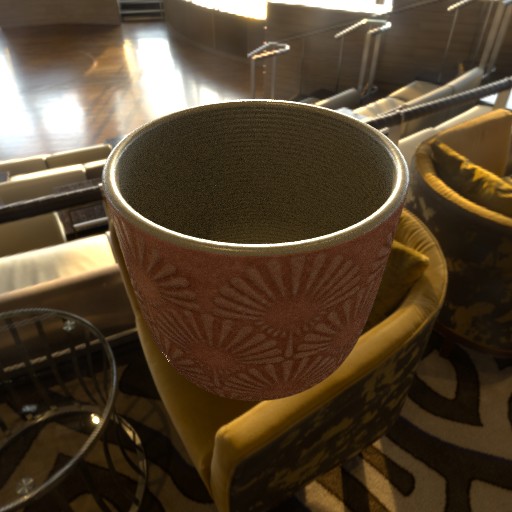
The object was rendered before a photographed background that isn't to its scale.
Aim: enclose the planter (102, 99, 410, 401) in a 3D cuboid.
[{"bbox_3d":[0.000,0.000,0.218,0.124,0.109,0.124,0,41,0],"label":"planter"}]
